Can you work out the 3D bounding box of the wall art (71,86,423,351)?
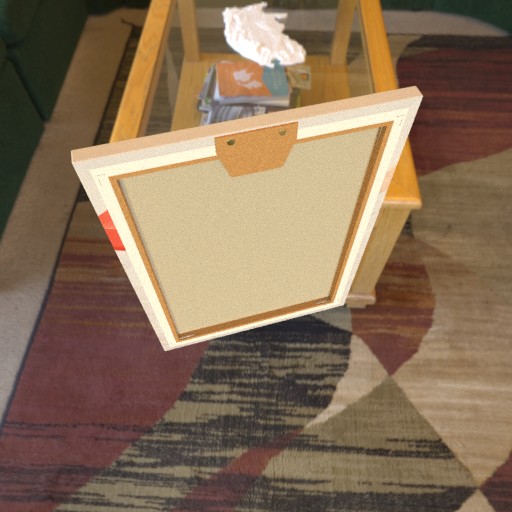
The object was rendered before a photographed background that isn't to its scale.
[{"bbox_3d":[0.000,0.000,1.110,0.613,0.848,0.036,-13,59,-8],"label":"wall art"}]
